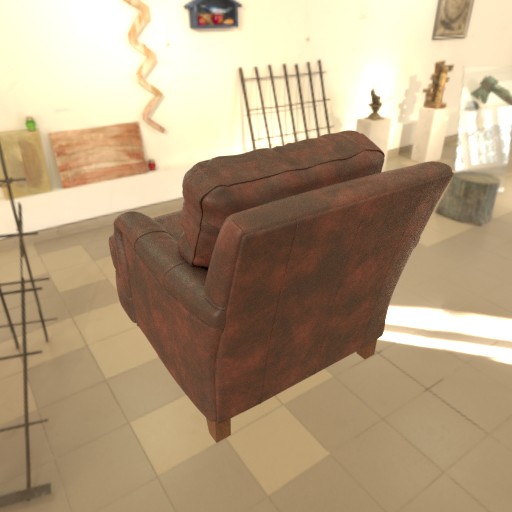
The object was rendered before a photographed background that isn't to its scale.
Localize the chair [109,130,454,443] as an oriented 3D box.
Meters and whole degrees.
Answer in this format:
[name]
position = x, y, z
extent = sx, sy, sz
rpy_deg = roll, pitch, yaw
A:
[chair]
position = 0.000, 0.000, 1.932
extent = 0.987, 1.051, 1.156
rpy_deg = -19, 34, -30
